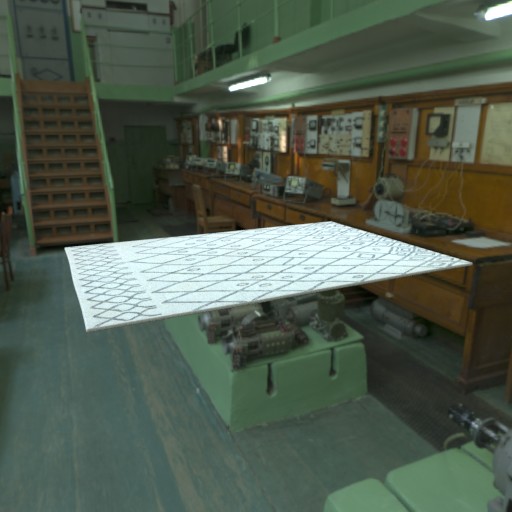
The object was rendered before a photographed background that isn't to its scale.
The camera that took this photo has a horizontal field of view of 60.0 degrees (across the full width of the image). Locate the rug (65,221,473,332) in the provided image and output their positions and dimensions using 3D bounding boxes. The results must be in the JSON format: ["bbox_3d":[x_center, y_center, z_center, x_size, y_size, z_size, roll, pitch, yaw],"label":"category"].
[{"bbox_3d":[0.000,0.000,2.371,1.828,0.015,1.222,-7,17,-25],"label":"rug"}]
